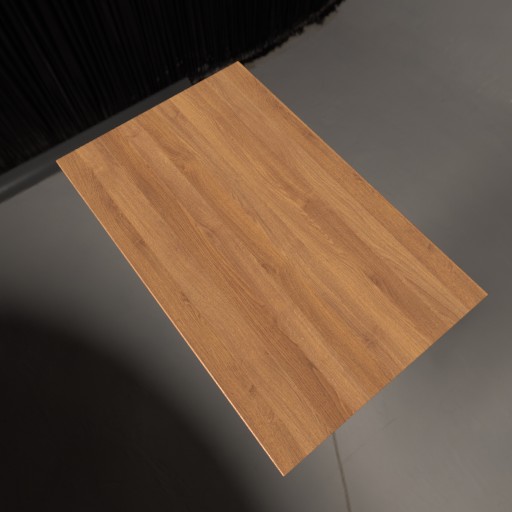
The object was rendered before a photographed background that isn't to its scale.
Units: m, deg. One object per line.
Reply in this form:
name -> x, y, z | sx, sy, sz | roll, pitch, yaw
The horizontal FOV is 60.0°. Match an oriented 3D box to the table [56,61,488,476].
table -> 0.000, 0.000, 1.464 | 0.700, 0.442, 1.100 | -35, 69, -15
